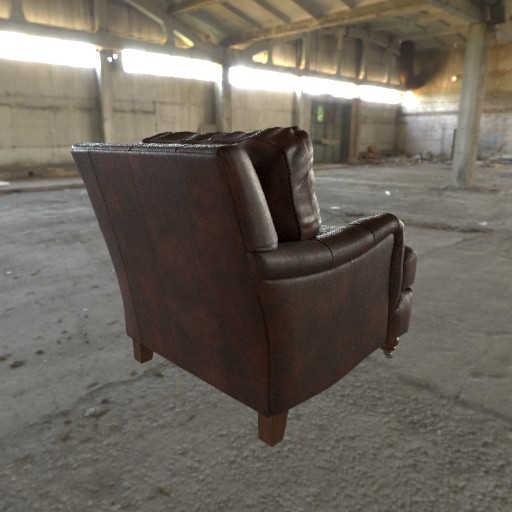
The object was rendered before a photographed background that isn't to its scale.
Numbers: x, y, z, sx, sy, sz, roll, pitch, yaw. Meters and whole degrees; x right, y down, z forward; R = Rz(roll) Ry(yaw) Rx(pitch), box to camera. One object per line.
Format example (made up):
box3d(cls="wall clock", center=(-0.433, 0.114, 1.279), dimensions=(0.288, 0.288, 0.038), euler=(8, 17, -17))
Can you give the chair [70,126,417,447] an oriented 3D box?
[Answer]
box3d(cls="chair", center=(0.000, 0.000, 1.903), dimensions=(0.987, 1.051, 1.156), euler=(14, 20, 43))
